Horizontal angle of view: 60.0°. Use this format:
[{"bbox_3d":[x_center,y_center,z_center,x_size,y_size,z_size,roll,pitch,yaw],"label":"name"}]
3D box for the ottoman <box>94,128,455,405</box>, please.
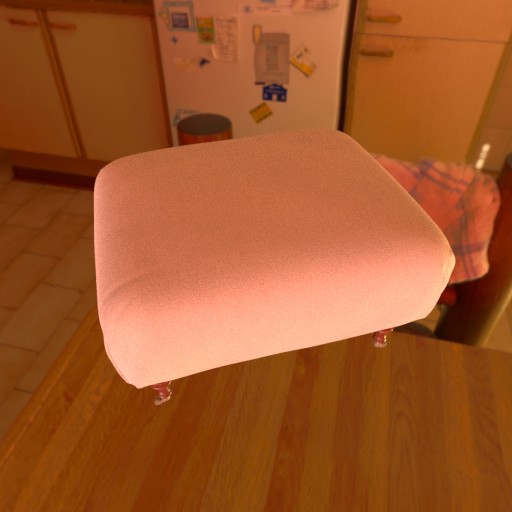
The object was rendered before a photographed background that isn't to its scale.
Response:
[{"bbox_3d":[0.000,0.000,1.140,0.746,0.450,0.622,-11,43,-12],"label":"ottoman"}]
